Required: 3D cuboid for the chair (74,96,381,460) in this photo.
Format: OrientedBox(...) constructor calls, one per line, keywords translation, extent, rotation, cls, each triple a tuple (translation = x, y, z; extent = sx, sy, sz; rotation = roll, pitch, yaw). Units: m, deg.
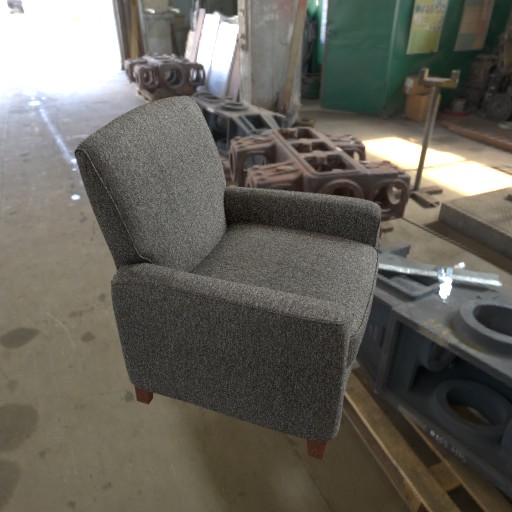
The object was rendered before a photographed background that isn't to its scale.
OrientedBox(translation=(0.000, 0.000, 1.622), extent=(0.864, 1.014, 0.848), rotation=(11, 33, 17), cls="chair")
